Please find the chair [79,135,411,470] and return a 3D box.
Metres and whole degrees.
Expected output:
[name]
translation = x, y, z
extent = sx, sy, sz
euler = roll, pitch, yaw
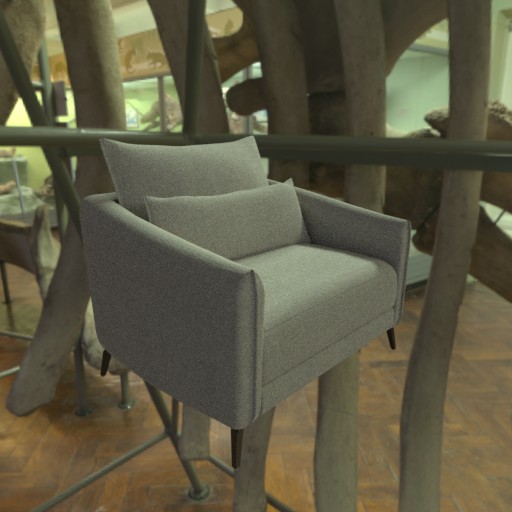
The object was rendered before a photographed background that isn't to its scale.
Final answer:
[chair]
translation = 0.000, 0.000, 1.634
extent = 0.801, 0.856, 1.029
euler = 14, 20, 41
